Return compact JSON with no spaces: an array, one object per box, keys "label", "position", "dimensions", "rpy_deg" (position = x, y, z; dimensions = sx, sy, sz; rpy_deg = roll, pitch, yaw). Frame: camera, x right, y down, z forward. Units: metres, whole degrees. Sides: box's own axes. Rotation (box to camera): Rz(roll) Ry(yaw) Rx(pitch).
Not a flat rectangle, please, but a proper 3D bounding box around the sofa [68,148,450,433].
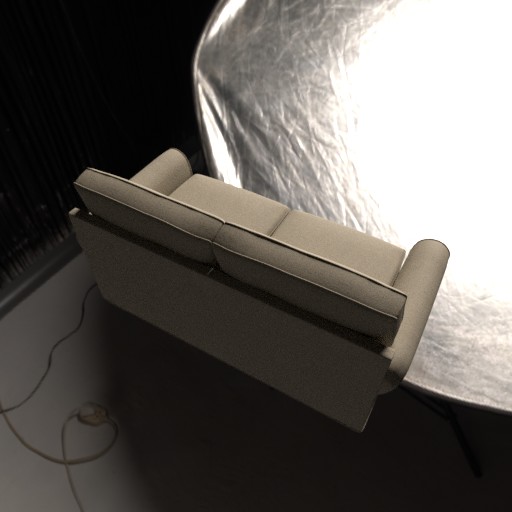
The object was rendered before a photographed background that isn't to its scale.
[{"label":"sofa","position":[0.000,0.000,2.329],"dimensions":[1.774,0.933,0.861],"rpy_deg":[23,51,20]}]
